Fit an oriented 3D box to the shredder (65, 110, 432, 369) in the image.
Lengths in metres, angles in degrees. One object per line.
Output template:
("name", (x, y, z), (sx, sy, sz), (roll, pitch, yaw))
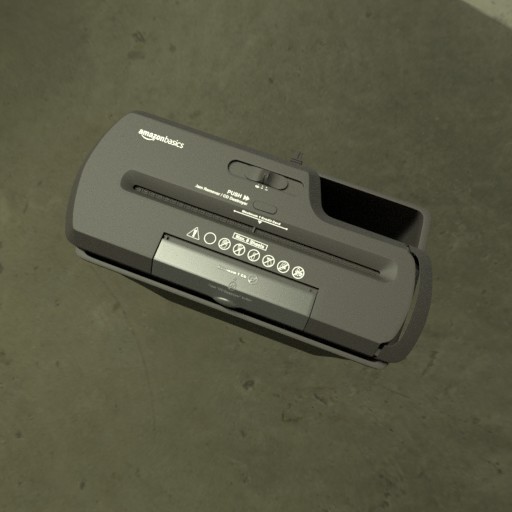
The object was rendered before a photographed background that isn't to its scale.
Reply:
("shredder", (0.000, 0.000, 0.524), (0.320, 0.335, 0.170), (20, 78, 5))
